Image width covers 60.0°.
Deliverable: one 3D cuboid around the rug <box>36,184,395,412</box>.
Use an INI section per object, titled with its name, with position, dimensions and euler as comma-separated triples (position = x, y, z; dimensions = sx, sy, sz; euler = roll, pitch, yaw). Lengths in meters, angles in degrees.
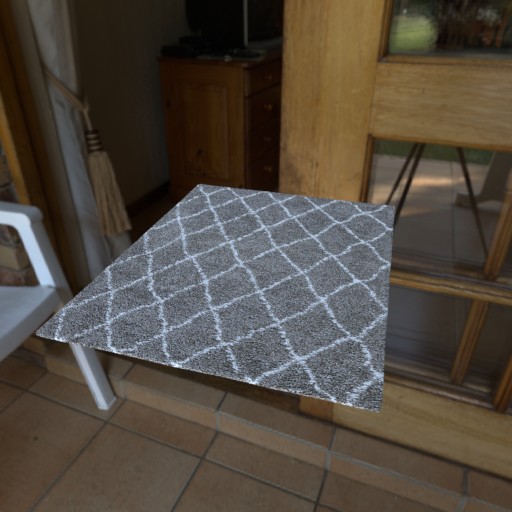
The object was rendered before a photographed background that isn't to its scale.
[rug]
position = 0.000, 0.000, 4.155
dimensions = 2.438, 0.029, 3.047
euler = 9, 32, 14
